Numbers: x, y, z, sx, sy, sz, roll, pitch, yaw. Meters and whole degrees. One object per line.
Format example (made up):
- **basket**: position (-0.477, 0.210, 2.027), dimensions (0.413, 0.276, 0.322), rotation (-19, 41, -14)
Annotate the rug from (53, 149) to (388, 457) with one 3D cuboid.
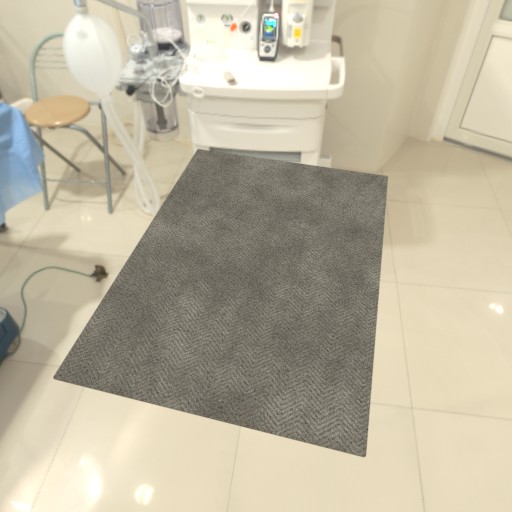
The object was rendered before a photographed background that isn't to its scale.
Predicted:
- **rug**: position (0.000, 0.000, 2.908), dimensions (1.600, 0.008, 2.235), rotation (10, 47, 10)
